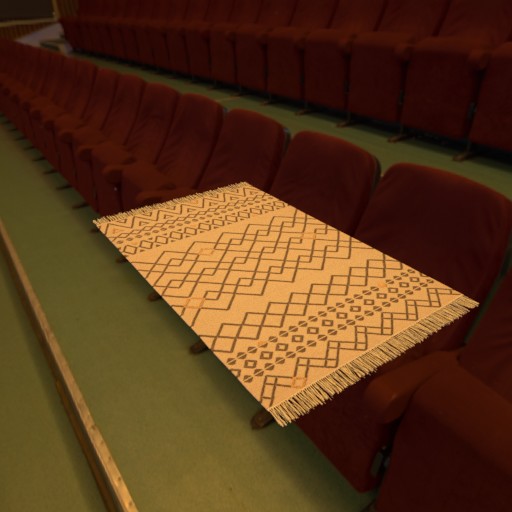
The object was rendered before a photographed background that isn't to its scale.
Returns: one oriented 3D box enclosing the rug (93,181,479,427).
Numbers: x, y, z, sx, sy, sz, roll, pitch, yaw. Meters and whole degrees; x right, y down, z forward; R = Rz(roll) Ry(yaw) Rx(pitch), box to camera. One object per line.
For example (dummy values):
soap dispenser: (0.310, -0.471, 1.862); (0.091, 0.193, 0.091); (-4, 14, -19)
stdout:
rug: (0.000, 0.000, 2.532); (1.224, 0.028, 2.023); (-20, 36, -30)
